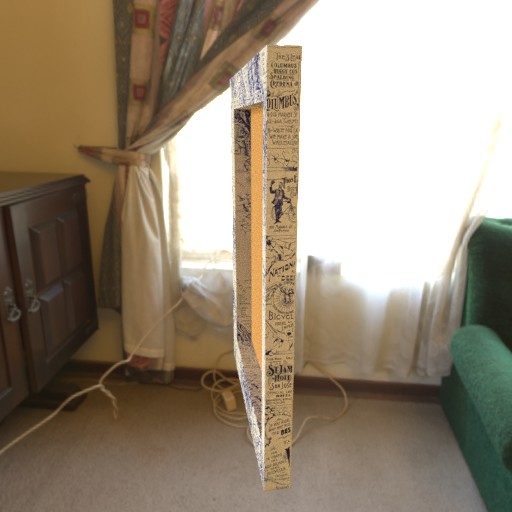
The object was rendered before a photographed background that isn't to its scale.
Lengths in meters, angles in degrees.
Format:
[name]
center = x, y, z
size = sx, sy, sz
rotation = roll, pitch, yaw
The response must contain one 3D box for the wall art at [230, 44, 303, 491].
[wall art]
center = 0.000, 0.000, 0.761
size = 0.040, 0.601, 0.408
rotation = -3, 17, -9
